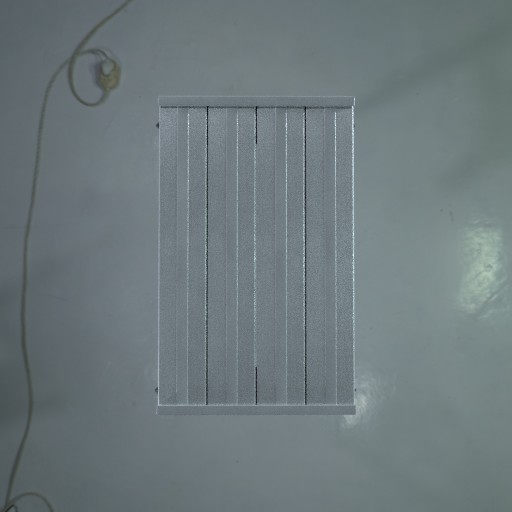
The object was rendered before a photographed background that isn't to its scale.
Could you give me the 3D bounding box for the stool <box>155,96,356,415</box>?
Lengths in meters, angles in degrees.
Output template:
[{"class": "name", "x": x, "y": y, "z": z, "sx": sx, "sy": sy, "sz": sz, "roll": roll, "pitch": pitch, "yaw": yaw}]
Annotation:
[{"class": "stool", "x": 0.000, "y": 0.000, "z": 0.742, "sx": 0.385, "sy": 0.225, "sz": 0.535, "roll": 0, "pitch": 89, "yaw": 0}]
